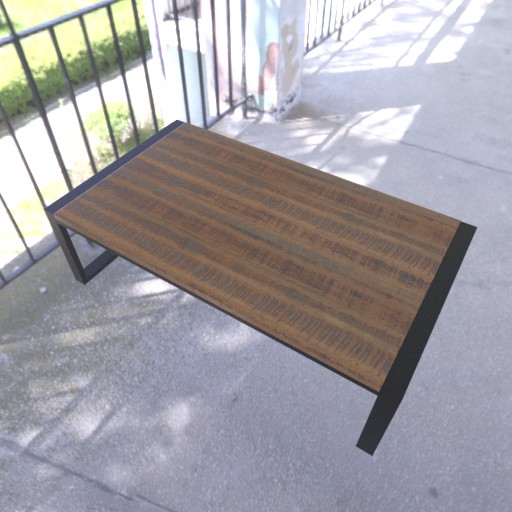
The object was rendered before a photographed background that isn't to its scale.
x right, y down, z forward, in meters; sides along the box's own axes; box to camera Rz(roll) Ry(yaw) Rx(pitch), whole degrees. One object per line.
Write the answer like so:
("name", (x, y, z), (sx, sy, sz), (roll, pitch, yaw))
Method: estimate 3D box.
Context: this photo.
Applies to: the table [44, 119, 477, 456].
("table", (0.000, 0.000, 1.719), (1.350, 0.400, 0.750), (25, 52, 22))
